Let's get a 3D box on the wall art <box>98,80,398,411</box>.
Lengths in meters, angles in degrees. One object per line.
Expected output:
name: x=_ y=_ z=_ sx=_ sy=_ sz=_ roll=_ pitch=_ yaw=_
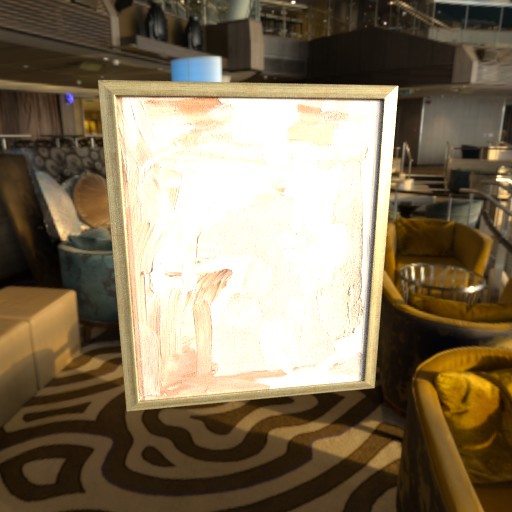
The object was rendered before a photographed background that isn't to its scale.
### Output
wall art: x=0.000 y=0.000 z=0.903 sx=0.559 sy=0.660 sz=0.018 roll=-2 pitch=15 yaw=-9
